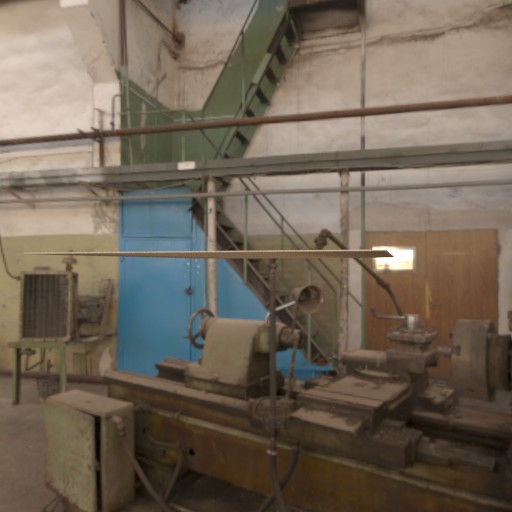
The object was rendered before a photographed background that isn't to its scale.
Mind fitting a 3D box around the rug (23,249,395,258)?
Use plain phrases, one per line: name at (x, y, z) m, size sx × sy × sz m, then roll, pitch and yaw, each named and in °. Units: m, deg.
rug at (0.000, 0.000, 4.156) m, size 2.453 × 0.010 × 3.037 m, roll 0°, pitch -1°, yaw 18°
